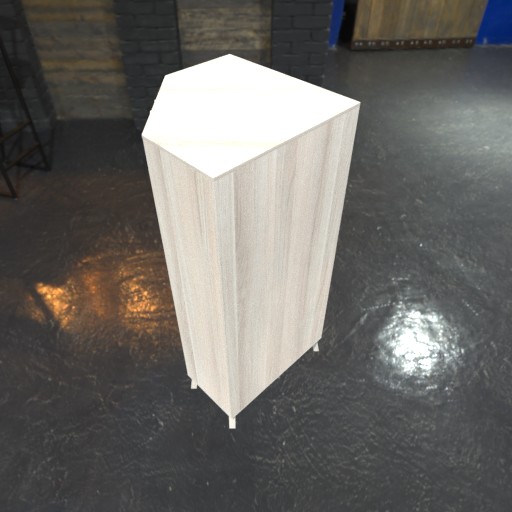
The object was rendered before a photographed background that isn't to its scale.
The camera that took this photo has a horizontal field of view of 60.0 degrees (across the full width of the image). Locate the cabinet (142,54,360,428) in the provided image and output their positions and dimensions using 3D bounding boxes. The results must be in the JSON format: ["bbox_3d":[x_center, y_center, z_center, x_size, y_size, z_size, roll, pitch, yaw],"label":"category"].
[{"bbox_3d":[0.000,0.000,2.727,0.969,1.957,1.272,0,43,0],"label":"cabinet"}]
